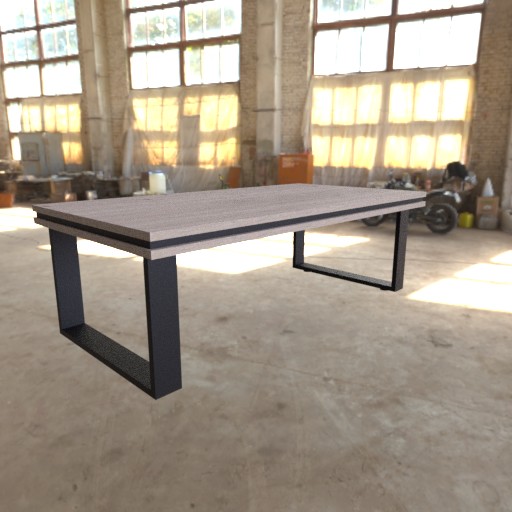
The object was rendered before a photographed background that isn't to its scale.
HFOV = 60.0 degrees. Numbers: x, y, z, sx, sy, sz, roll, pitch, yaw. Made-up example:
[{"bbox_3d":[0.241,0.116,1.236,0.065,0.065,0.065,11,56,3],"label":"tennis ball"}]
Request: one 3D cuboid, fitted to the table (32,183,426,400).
[{"bbox_3d":[0.000,0.000,1.710,0.700,0.450,1.350,13,19,43],"label":"table"}]
